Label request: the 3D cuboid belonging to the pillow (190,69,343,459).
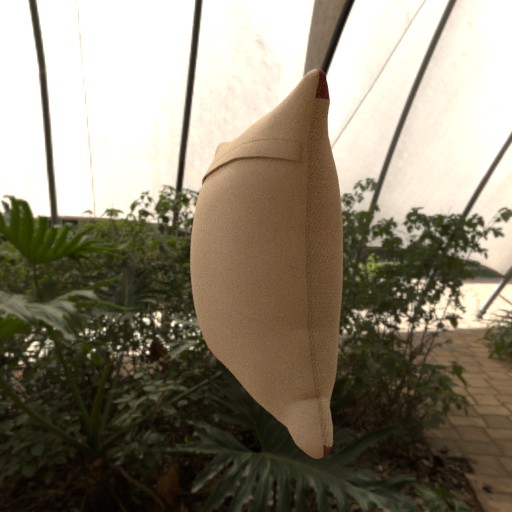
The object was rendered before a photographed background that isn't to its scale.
[{"bbox_3d":[0.000,0.000,0.804,0.229,0.506,0.536,-1,2,-18],"label":"pillow"}]
